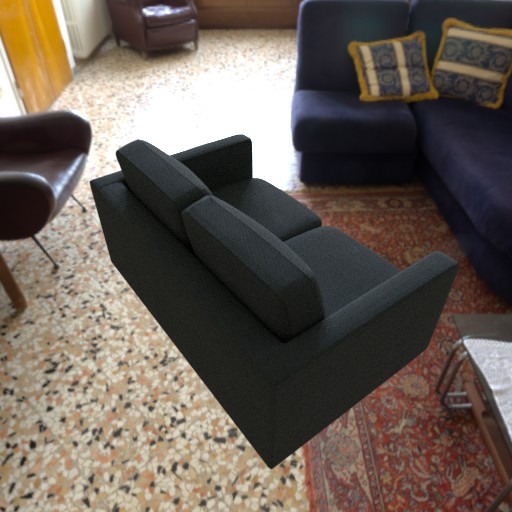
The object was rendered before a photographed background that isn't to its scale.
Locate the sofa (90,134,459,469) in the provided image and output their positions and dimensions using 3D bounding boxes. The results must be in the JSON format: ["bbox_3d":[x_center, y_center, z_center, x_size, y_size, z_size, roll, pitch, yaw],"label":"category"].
[{"bbox_3d":[0.000,0.000,2.174,0.999,0.930,1.518,-26,46,-27],"label":"sofa"}]
